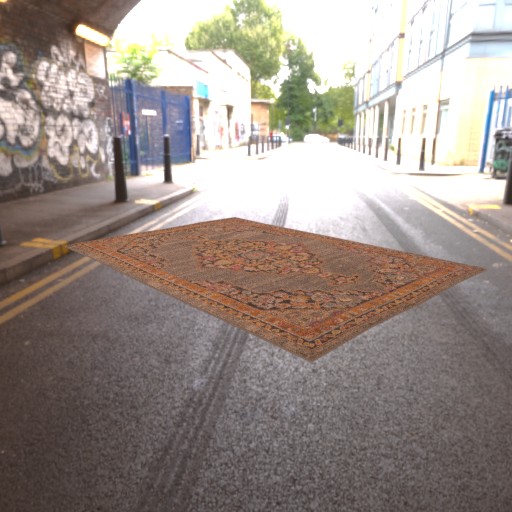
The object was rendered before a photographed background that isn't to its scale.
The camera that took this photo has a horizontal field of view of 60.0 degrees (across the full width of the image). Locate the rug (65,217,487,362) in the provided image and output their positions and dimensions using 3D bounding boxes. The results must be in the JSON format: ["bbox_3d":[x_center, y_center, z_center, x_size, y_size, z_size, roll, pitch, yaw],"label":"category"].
[{"bbox_3d":[0.000,0.000,3.670,2.043,0.026,2.901,-14,21,-41],"label":"rug"}]
